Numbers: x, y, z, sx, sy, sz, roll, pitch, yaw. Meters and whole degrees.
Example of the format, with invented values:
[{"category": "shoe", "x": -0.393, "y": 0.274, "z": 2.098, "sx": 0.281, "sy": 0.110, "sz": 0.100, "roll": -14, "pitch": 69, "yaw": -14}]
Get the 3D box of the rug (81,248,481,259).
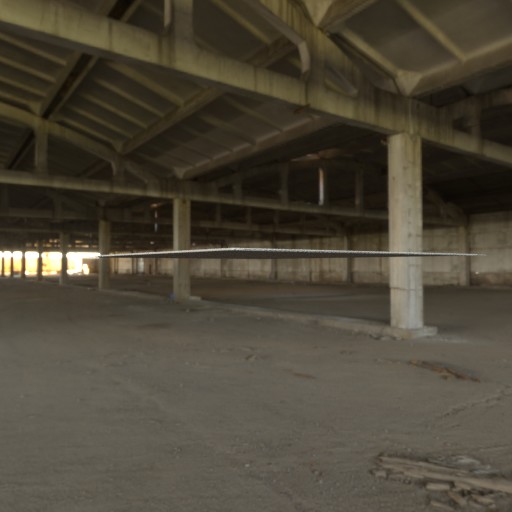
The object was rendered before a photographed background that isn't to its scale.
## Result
[{"category": "rug", "x": 0.000, "y": 0.000, "z": 4.096, "sx": 2.380, "sy": 0.013, "sz": 3.051, "roll": 1, "pitch": -1, "yaw": -36}]
